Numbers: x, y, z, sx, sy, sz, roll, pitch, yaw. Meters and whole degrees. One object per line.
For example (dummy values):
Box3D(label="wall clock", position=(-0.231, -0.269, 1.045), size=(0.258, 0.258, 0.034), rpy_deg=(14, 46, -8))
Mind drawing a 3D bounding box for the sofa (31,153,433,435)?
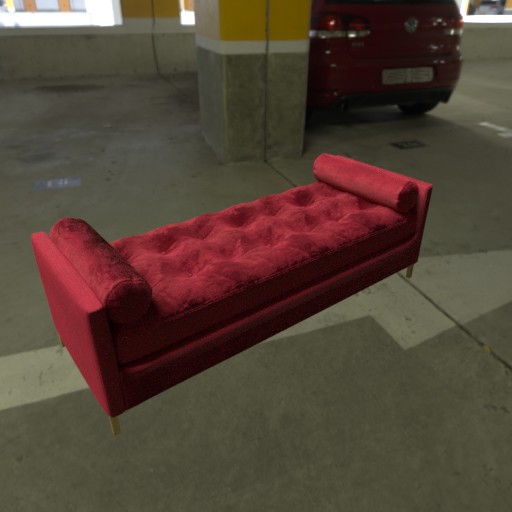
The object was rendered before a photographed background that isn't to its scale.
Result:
Box3D(label="sofa", position=(0.000, 0.000, 2.491), size=(2.102, 0.705, 0.796), rpy_deg=(-21, 35, -32))
